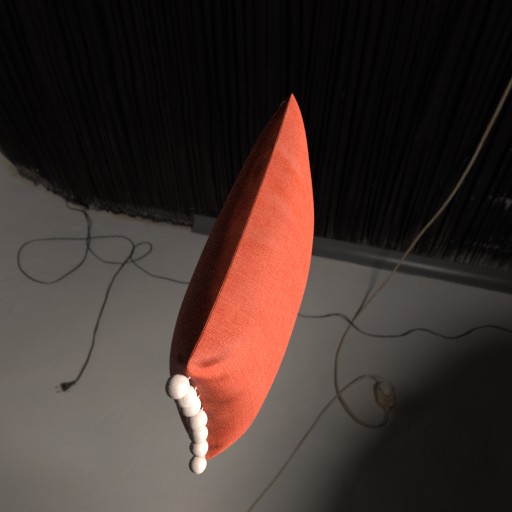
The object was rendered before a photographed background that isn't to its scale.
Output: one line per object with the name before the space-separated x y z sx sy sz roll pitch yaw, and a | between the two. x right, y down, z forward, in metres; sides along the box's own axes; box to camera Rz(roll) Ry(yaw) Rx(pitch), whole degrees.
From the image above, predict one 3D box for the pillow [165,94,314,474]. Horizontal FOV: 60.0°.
pillow | 0.000 0.000 0.832 0.201 0.322 0.709 10 48 9
